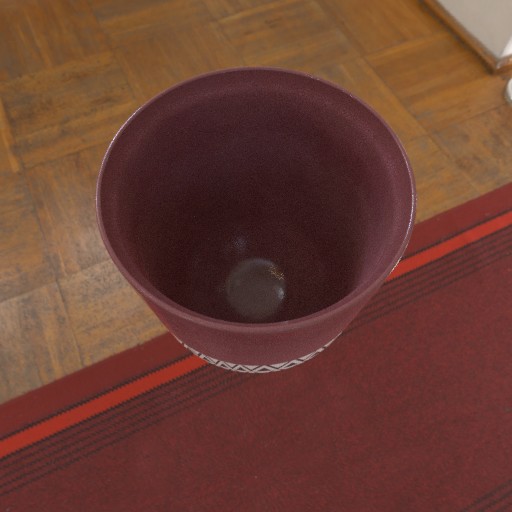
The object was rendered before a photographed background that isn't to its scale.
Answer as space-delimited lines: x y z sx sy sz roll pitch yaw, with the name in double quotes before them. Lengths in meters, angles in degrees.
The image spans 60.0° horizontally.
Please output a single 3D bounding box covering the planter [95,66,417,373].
"planter" 0.000 0.000 0.366 0.195 0.214 0.195 0 63 0
